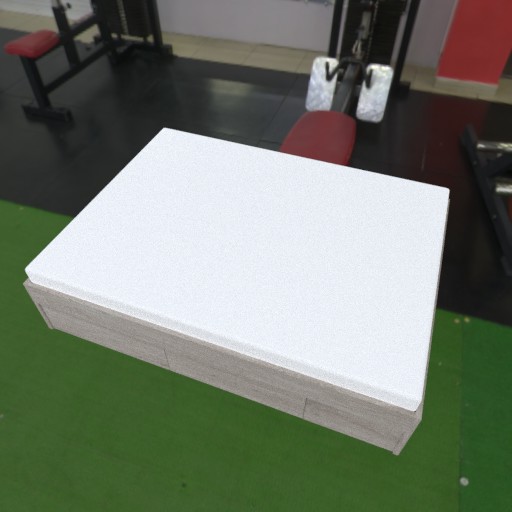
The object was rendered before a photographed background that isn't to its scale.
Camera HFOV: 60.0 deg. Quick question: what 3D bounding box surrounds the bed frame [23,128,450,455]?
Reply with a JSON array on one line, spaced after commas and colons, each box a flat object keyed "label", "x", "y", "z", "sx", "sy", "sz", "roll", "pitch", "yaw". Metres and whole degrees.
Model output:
[{"label": "bed frame", "x": 0.000, "y": 0.000, "z": 2.551, "sx": 1.944, "sy": 0.490, "sz": 1.448, "roll": 16, "pitch": 49, "yaw": 14}]
